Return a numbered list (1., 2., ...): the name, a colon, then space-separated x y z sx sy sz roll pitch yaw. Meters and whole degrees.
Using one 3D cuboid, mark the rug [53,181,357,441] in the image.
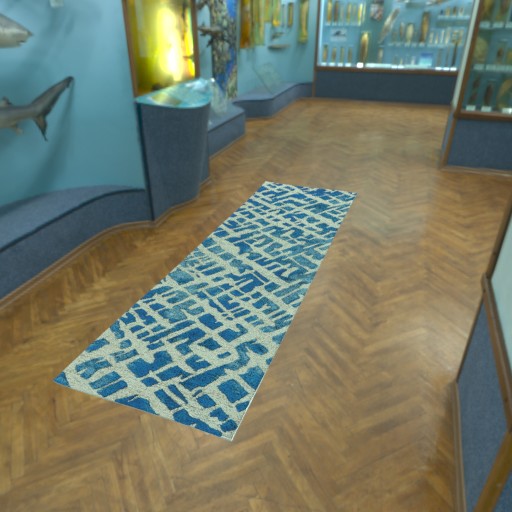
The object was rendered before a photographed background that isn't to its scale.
1. rug: 0.000 0.000 2.614 0.768 0.011 2.446 11 31 18
